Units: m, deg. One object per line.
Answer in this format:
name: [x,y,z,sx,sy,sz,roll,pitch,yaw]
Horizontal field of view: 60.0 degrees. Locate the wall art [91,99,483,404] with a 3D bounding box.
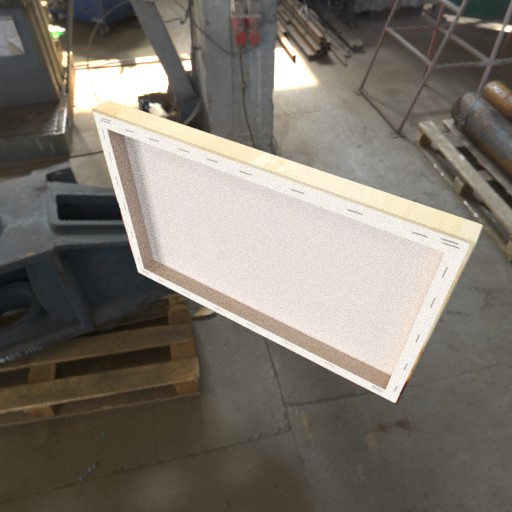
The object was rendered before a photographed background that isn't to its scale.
wall art: [0.000,0.000,0.772,0.613,0.402,0.040,24,50,21]
